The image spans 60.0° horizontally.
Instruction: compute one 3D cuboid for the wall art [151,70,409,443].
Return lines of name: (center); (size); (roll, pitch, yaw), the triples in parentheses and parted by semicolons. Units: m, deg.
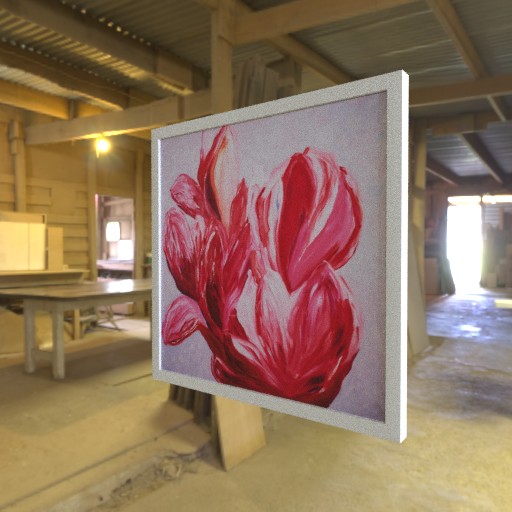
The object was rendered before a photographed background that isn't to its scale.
wall art: (0.000, 0.000, 0.681); (0.455, 0.453, 0.023); (1, 1, 36)
